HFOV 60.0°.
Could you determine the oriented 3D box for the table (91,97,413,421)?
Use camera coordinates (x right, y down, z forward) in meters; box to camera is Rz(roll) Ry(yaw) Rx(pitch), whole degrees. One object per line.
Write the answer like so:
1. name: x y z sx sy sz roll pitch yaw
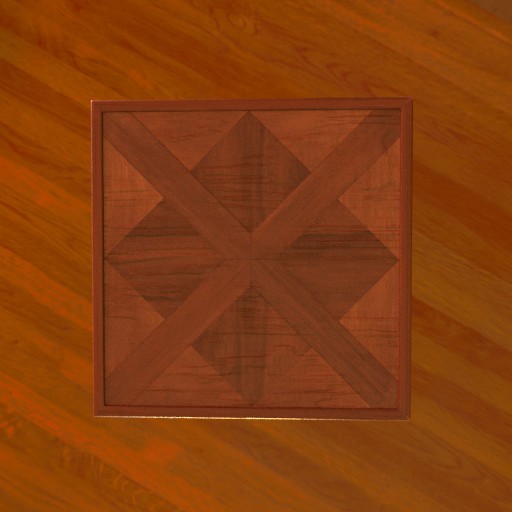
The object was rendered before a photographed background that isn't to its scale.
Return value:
1. table: 0.000 0.000 0.974 0.503 0.563 0.503 0 91 2
